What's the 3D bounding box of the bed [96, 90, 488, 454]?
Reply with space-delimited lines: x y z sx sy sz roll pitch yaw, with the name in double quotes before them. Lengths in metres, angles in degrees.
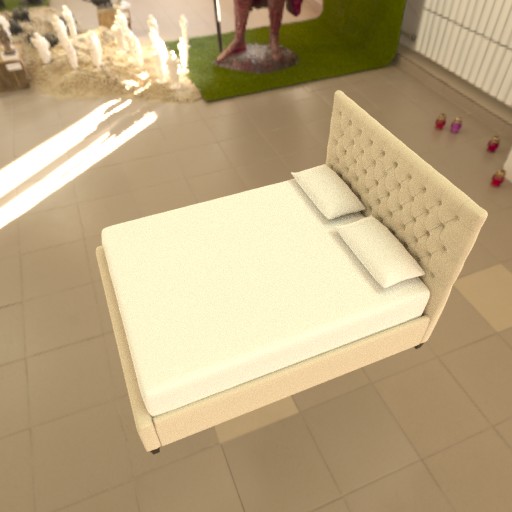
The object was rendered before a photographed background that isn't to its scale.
"bed" 0.000 0.000 3.275 2.233 1.426 1.696 -17 48 -16
